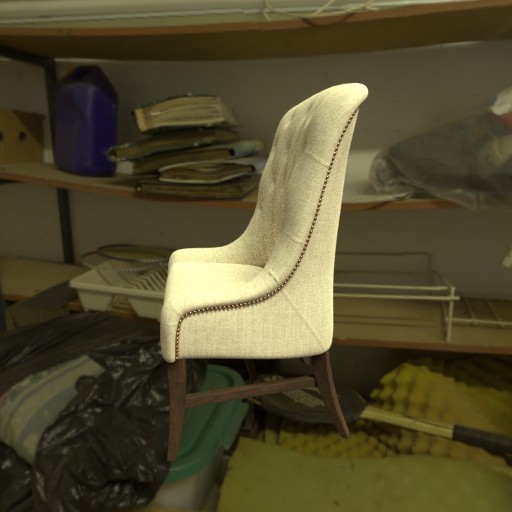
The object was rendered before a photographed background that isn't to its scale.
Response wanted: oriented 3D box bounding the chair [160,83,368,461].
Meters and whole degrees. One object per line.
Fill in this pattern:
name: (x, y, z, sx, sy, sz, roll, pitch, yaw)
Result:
chair: (0.000, 0.000, 1.502, 0.629, 1.091, 0.634, -2, 14, -9)
